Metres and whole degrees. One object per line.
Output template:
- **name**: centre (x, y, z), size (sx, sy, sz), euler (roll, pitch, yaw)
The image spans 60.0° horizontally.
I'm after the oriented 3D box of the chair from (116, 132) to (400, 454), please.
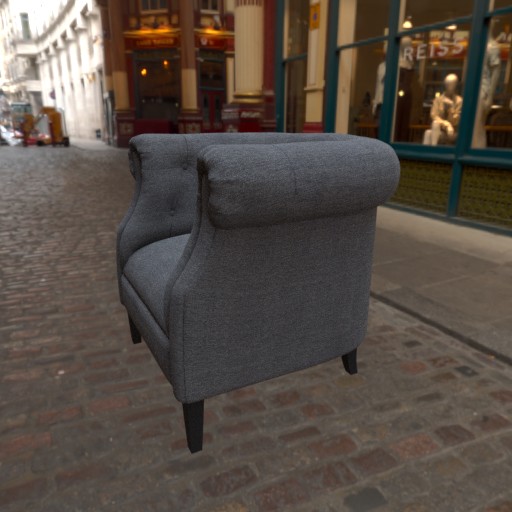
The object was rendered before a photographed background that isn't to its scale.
- **chair**: centre (0.000, 0.000, 1.570), size (0.852, 0.827, 0.905), euler (-9, 20, -26)
